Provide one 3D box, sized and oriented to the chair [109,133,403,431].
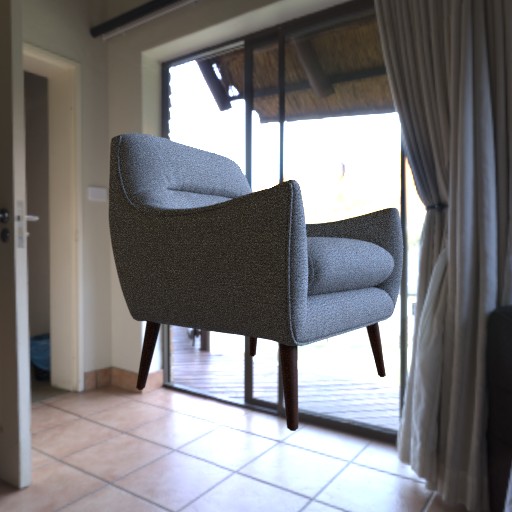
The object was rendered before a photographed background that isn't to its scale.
[{"bbox_3d":[0.000,0.000,1.494,0.787,0.838,0.762,0,0,36],"label":"chair"}]
